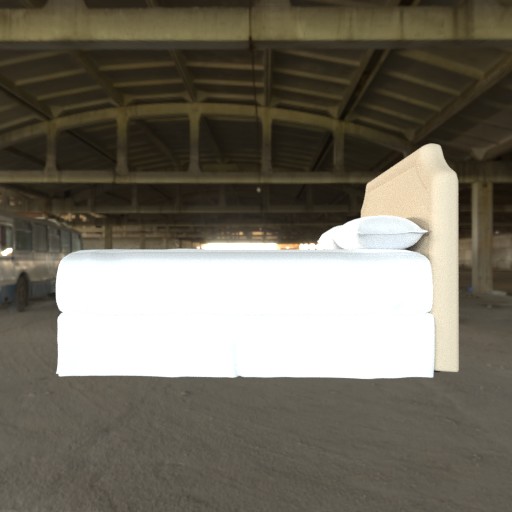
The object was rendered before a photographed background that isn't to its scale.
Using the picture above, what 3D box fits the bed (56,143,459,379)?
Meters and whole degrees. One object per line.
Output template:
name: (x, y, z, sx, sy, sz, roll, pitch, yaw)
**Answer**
bed: (0.000, 0.000, 3.771, 2.548, 1.524, 2.134, 0, 0, 1)
